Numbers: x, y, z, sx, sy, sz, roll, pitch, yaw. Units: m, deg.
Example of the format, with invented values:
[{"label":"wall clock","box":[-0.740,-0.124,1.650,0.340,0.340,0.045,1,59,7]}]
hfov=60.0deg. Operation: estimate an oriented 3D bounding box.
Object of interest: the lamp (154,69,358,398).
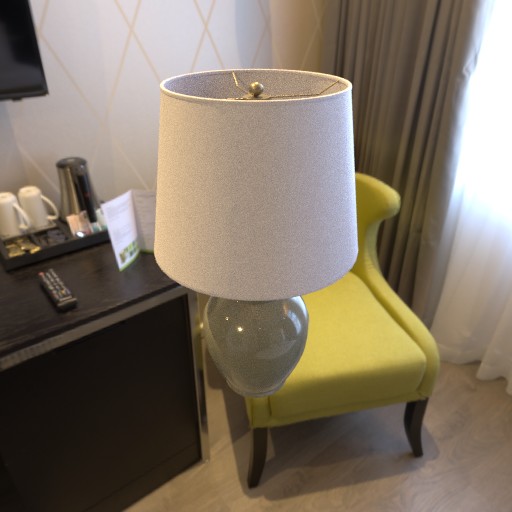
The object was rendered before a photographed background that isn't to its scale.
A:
[{"label":"lamp","box":[0.000,0.000,0.541,0.239,0.399,0.239,0,30,0]}]
